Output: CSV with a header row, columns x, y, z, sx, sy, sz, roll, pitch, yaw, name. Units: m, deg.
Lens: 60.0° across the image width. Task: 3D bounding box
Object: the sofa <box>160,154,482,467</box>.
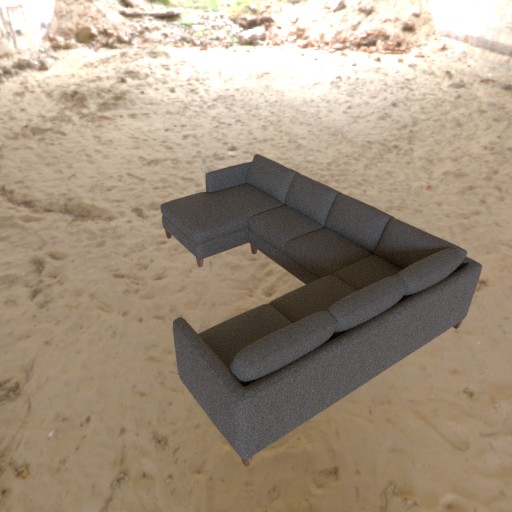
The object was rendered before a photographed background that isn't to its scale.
x,y,z,sx,sy,sz,roll,pitch,yaw,name
0.000,0.000,4.414,2.551,0.853,3.238,-21,38,-29,sofa
